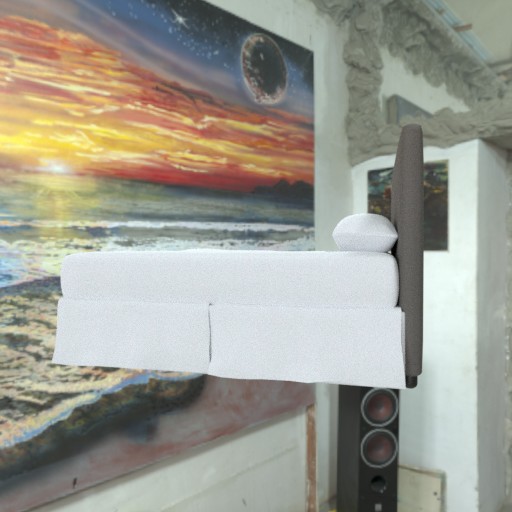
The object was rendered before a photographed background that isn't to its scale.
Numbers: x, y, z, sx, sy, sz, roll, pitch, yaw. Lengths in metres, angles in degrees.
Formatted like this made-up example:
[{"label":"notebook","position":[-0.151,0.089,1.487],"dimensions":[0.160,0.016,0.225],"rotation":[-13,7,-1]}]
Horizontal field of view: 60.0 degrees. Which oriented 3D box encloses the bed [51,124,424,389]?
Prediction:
[{"label":"bed","position":[0.000,0.000,3.189],"dimensions":[2.142,1.330,1.723],"rotation":[0,0,15]}]
